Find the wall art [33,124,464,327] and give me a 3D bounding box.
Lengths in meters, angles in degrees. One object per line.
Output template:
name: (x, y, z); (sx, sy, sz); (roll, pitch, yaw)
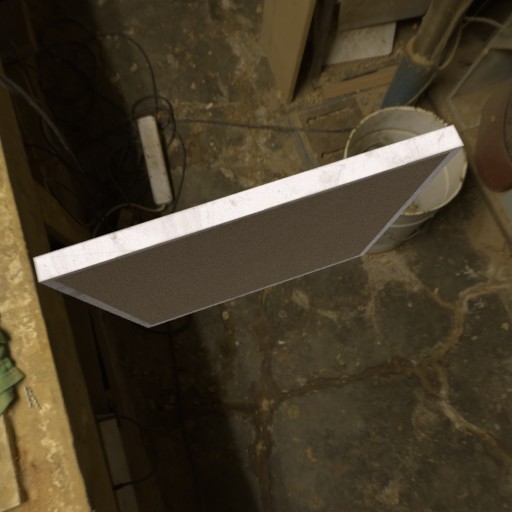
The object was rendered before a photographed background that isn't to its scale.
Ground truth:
wall art: (0.000, 0.000, 0.749); (0.508, 0.506, 0.029); (-18, 76, -5)
